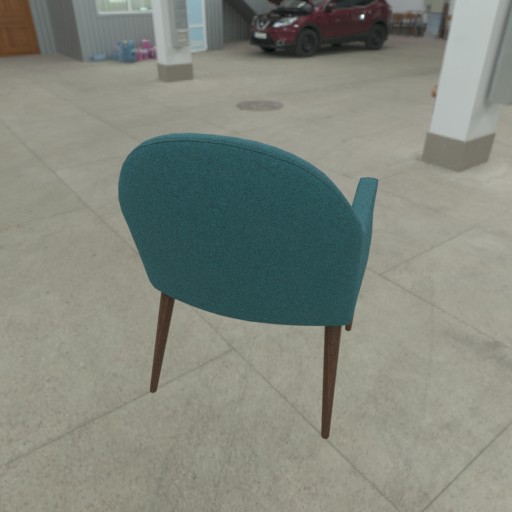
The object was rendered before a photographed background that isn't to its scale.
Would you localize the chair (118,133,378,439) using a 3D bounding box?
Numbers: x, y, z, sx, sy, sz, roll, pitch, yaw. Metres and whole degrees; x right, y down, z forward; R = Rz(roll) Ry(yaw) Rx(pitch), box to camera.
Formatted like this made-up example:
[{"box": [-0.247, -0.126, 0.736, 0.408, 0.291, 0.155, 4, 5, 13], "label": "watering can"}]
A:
[{"box": [0.000, 0.000, 1.354, 0.656, 0.907, 0.652, 9, 32, 15], "label": "chair"}]
